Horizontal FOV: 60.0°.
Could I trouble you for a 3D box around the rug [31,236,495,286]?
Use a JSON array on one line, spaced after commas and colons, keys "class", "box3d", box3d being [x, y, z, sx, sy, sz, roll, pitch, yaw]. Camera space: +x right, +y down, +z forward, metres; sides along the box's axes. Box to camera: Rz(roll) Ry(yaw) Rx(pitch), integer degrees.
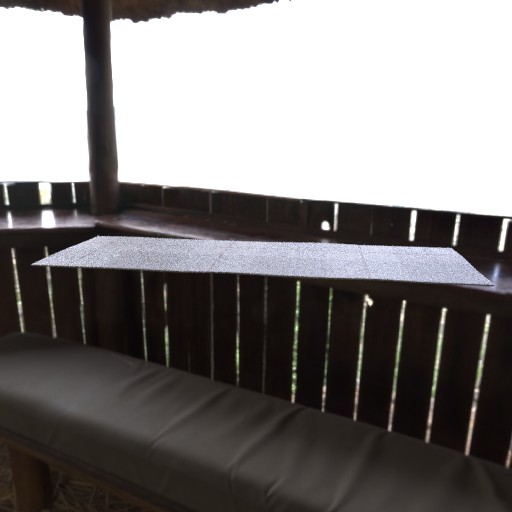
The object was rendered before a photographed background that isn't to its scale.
[{"class": "rug", "box3d": [0.000, 0.000, 2.674, 2.439, 0.013, 0.762, 2, 15, 8]}]
